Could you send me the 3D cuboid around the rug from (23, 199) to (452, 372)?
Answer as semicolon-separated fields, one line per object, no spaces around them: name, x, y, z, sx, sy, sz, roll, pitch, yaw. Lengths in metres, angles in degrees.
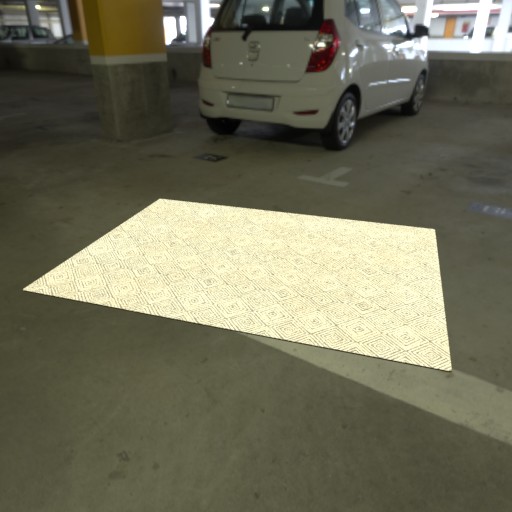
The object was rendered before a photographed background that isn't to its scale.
rug;0.000;0.000;2.856;2.238;0.008;1.593;8;28;15
